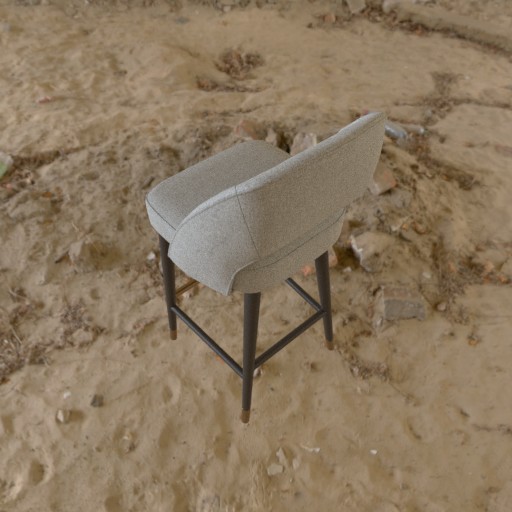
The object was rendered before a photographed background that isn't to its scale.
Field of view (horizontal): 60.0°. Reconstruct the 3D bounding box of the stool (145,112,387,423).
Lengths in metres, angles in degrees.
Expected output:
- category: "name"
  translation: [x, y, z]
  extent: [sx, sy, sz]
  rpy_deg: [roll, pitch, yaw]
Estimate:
- category: "stool"
  translation: [0.000, 0.000, 1.313]
  extent: [0.494, 1.037, 0.509]
  rpy_deg: [-33, 56, -26]
